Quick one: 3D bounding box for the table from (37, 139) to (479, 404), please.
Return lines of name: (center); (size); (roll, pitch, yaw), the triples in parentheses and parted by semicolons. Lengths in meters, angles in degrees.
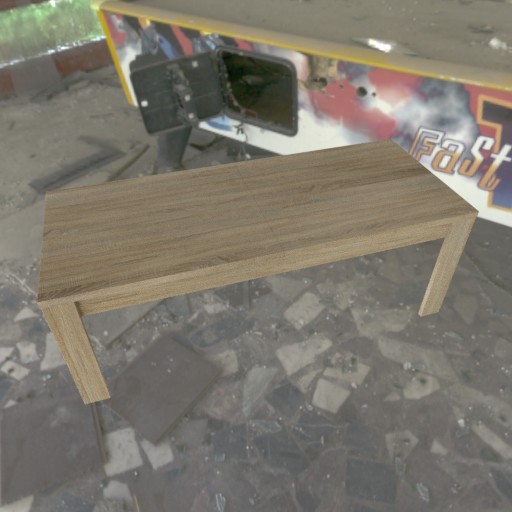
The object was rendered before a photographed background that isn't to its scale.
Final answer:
table: (0.000, 0.000, 2.683); (2.200, 0.790, 0.900); (-12, 42, -13)
